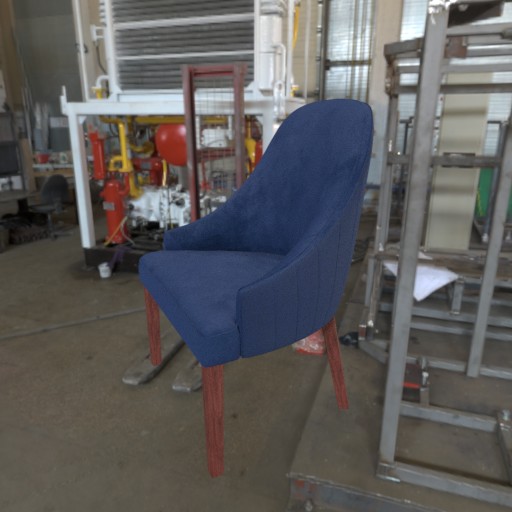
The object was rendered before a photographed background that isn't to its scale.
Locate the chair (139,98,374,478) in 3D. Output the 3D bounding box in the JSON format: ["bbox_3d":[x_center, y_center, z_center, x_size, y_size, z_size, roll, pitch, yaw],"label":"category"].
[{"bbox_3d":[0.000,0.000,1.315,0.575,0.889,0.643,-8,19,-25],"label":"chair"}]
